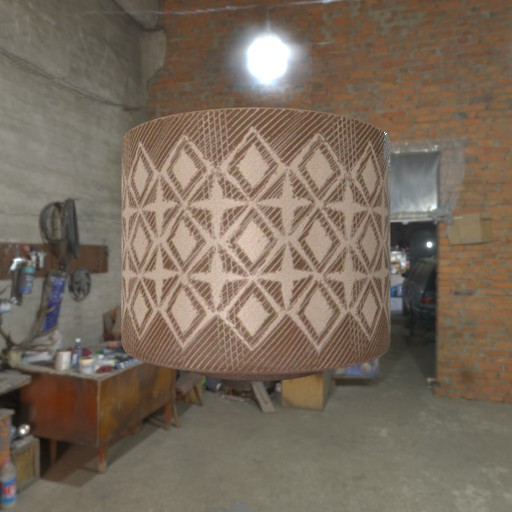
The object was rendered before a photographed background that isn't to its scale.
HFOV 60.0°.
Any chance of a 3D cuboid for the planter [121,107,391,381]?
[{"bbox_3d":[0.000,0.000,0.218,0.126,0.104,0.126,0,0,0],"label":"planter"}]
